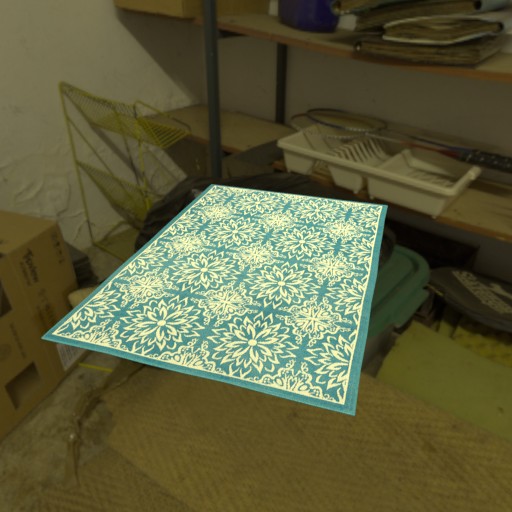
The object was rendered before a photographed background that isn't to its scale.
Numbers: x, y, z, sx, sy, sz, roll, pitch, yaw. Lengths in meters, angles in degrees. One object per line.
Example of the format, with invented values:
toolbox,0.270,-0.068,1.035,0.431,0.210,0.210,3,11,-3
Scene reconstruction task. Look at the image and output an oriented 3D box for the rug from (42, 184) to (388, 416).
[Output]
rug,0.000,0.000,2.917,1.554,0.012,2.205,9,32,15
